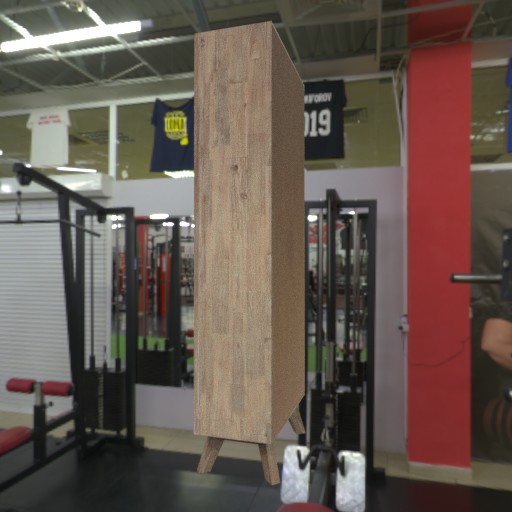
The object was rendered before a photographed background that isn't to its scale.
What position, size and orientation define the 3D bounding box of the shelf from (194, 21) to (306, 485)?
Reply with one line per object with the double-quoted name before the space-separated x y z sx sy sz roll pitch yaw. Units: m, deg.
"shelf" 0.000 0.000 1.533 0.267 1.342 0.491 0 -1 17
